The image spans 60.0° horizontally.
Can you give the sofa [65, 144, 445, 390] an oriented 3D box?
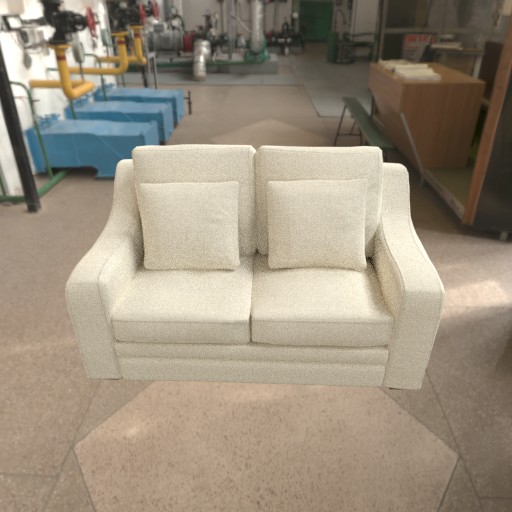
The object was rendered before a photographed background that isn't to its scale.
[{"bbox_3d":[0.000,0.000,2.400,1.744,1.047,1.040,1,31,2],"label":"sofa"}]
